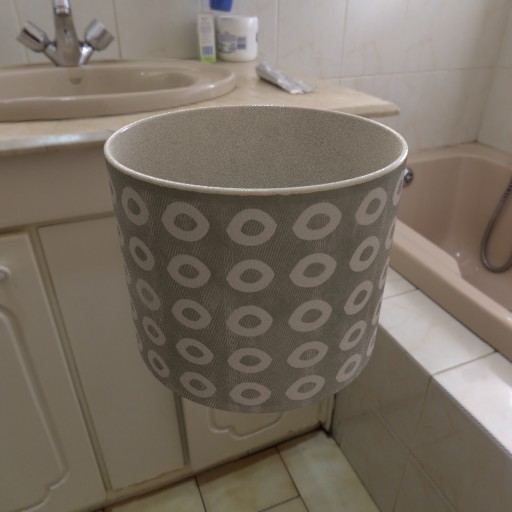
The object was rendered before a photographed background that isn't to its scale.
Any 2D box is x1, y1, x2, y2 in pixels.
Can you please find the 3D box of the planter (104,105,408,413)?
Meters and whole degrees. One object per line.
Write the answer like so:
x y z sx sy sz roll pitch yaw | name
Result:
0.000 0.000 0.333 0.190 0.181 0.190 0 30 0 | planter
